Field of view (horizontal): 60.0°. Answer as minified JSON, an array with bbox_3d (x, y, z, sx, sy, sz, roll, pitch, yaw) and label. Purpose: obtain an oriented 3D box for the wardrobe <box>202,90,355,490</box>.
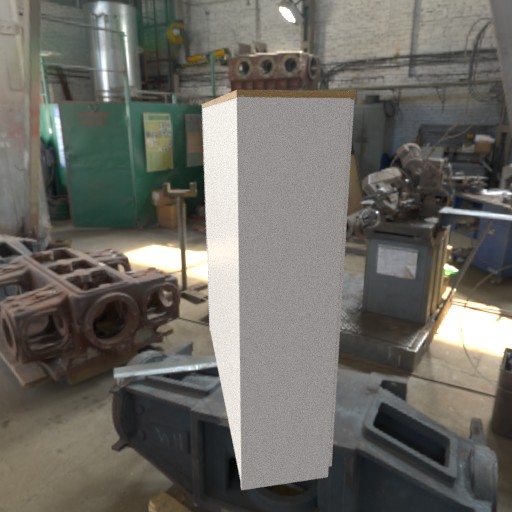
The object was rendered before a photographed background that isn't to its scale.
[{"bbox_3d":[0.000,0.000,3.399,0.590,2.260,2.160,-3,18,-10],"label":"wardrobe"}]
